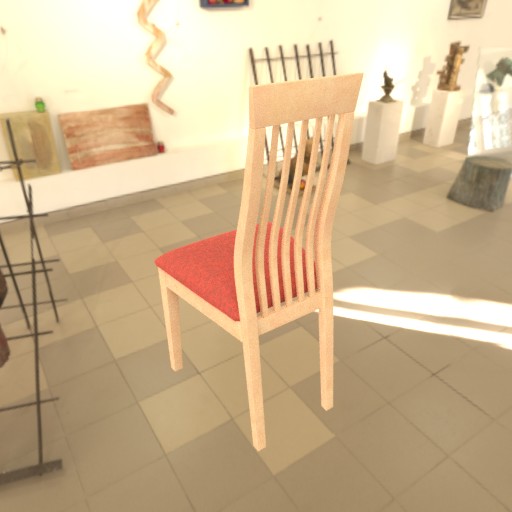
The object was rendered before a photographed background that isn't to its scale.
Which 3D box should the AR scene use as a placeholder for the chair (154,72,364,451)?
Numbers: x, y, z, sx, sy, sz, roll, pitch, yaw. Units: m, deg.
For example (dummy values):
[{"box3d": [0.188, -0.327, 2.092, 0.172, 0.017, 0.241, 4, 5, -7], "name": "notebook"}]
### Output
[{"box3d": [0.000, 0.000, 1.293, 0.460, 1.027, 0.474, -19, 36, -28], "name": "chair"}]
